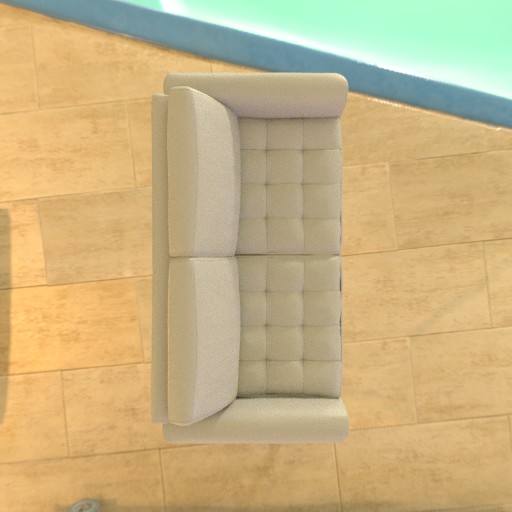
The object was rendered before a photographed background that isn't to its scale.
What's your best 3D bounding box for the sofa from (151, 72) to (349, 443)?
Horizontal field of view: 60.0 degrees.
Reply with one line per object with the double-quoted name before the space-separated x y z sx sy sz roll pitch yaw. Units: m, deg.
"sofa" 0.000 0.000 2.697 1.121 0.930 2.177 0 89 1
